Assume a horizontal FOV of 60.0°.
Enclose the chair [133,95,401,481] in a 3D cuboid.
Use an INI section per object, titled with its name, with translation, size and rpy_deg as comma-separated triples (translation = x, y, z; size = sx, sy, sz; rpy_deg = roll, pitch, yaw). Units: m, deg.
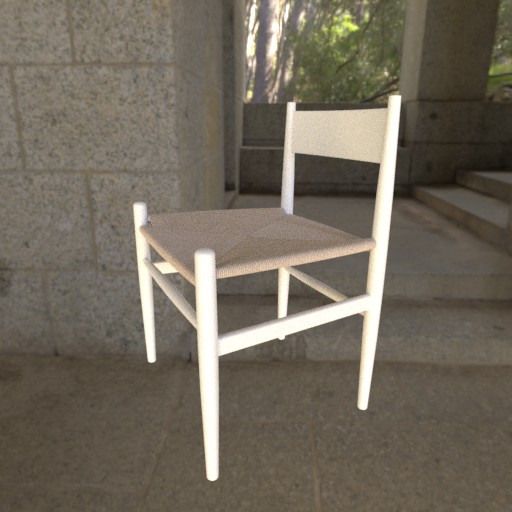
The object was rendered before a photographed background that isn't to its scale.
[chair]
translation = 0.000, 0.000, 1.128
size = 0.495, 0.762, 0.556
rpy_deg = -8, 19, -25
